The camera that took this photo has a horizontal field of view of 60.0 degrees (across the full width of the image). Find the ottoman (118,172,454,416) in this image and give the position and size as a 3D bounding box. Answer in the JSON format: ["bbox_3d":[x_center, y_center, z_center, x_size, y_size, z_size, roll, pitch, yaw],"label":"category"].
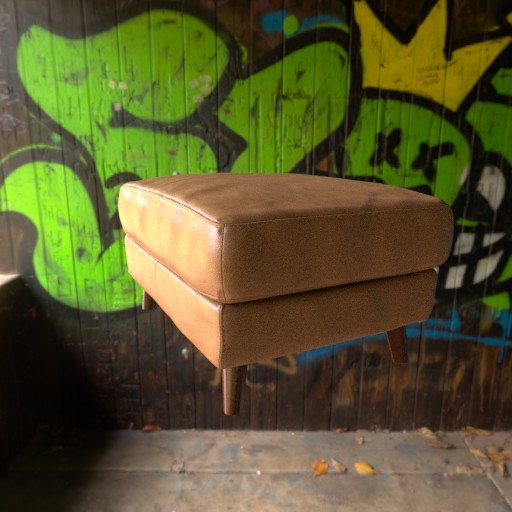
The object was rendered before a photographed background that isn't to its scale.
[{"bbox_3d":[0.000,0.000,1.263,0.630,0.461,0.869,-7,16,-27],"label":"ottoman"}]
